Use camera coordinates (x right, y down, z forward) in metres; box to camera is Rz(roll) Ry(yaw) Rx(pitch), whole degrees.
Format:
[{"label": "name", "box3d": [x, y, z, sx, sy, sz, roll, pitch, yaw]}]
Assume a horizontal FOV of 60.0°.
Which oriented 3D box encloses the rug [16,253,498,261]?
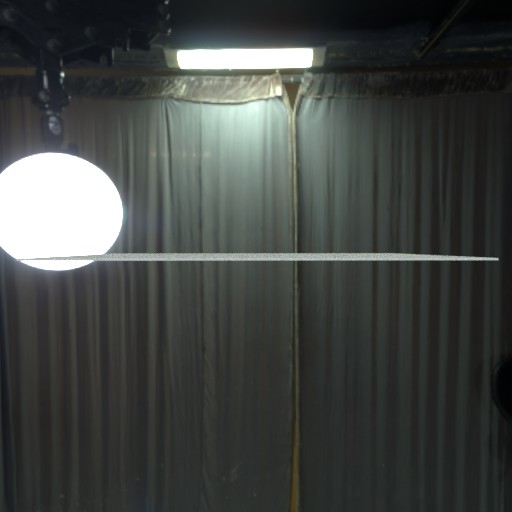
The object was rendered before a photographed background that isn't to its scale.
[{"label": "rug", "box3d": [0.000, 0.000, 2.173, 1.753, 0.008, 1.143, 0, 1, -2]}]
